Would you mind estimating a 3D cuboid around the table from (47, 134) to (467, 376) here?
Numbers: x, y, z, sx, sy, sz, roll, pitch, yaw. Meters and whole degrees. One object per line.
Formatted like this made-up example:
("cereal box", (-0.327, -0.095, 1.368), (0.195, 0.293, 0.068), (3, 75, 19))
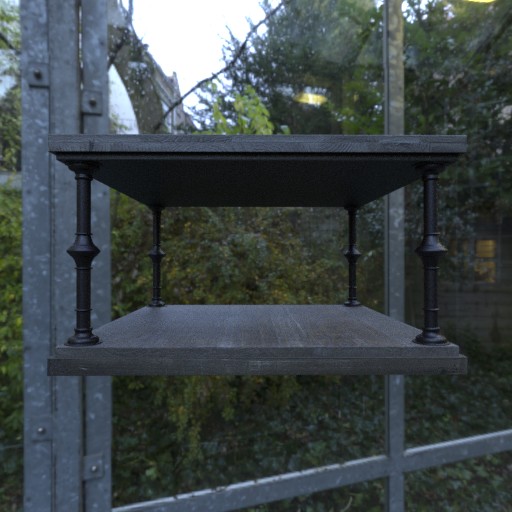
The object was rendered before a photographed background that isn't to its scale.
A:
("table", (0.000, 0.000, 1.084), (0.696, 0.400, 0.696), (0, 0, -1))
